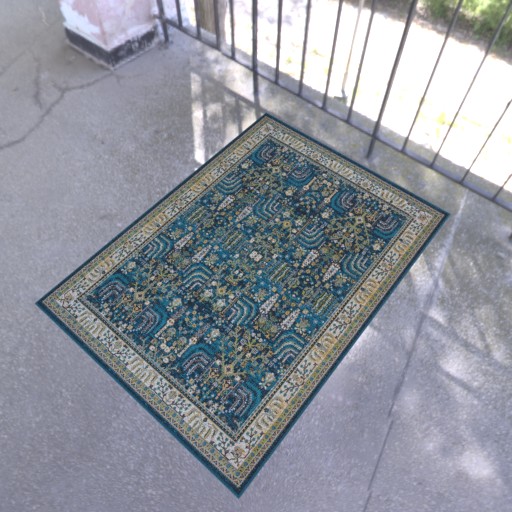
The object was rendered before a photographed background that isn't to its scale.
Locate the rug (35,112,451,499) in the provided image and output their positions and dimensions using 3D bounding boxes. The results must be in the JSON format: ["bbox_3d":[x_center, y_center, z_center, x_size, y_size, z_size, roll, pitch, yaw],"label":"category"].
[{"bbox_3d":[0.000,0.000,3.904,2.226,0.015,3.044,35,64,20],"label":"rug"}]
